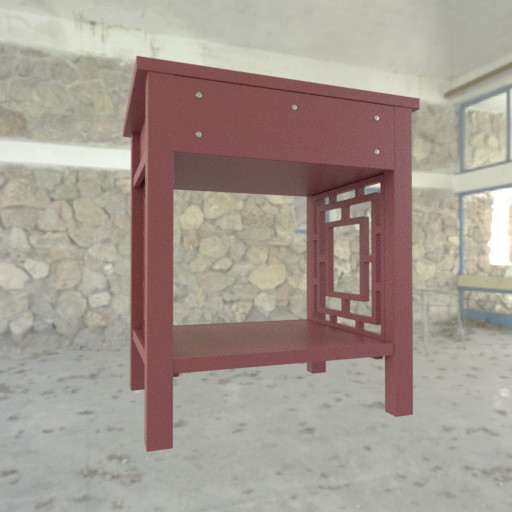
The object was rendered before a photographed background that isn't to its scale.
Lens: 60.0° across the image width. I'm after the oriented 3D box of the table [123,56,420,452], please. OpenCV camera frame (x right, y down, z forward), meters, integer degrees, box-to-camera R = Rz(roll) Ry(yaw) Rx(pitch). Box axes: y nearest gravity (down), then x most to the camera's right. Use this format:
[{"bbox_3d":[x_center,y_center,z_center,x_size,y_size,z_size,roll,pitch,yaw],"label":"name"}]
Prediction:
[{"bbox_3d":[0.000,0.000,1.074,0.599,0.686,0.451,0,-1,-20],"label":"table"}]
